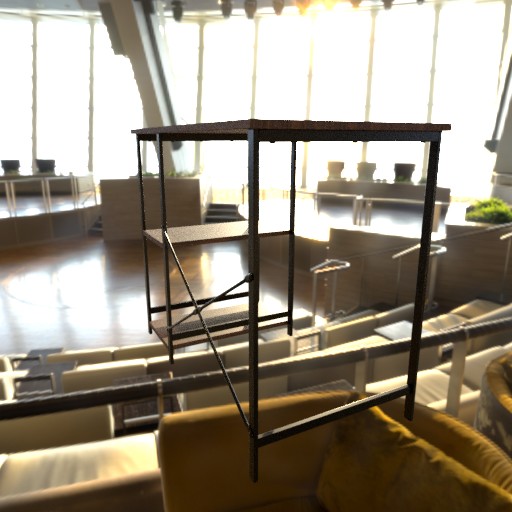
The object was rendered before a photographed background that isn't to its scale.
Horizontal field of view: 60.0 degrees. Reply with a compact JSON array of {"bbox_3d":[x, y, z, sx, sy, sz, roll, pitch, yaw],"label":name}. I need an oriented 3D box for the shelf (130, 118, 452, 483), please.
[{"bbox_3d":[0.000,0.000,1.341,0.498,0.750,0.902,-8,17,-27],"label":"shelf"}]
